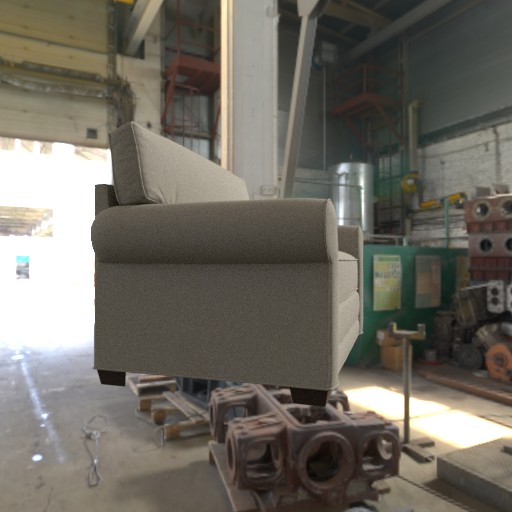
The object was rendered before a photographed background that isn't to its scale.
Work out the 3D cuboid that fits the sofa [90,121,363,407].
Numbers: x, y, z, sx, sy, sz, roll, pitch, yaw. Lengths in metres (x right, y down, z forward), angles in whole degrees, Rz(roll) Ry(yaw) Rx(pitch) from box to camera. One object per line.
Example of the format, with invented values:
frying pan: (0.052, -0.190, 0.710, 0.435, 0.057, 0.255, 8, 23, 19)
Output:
sofa: (0.000, 0.000, 2.163, 0.937, 1.006, 1.405, 0, -1, 18)
